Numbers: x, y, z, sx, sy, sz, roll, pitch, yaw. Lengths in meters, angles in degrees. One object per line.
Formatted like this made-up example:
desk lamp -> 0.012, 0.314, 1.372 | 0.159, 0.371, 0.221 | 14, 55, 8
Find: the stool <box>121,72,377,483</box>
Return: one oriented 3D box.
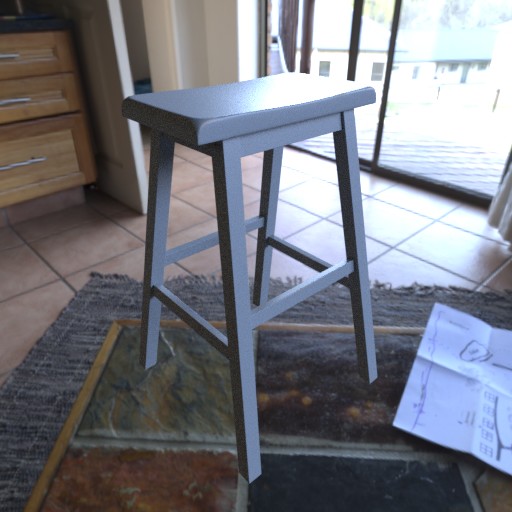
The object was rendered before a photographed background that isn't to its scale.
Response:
stool -> 0.000, 0.000, 1.036 | 0.457, 0.737, 0.476 | -24, 38, -35
